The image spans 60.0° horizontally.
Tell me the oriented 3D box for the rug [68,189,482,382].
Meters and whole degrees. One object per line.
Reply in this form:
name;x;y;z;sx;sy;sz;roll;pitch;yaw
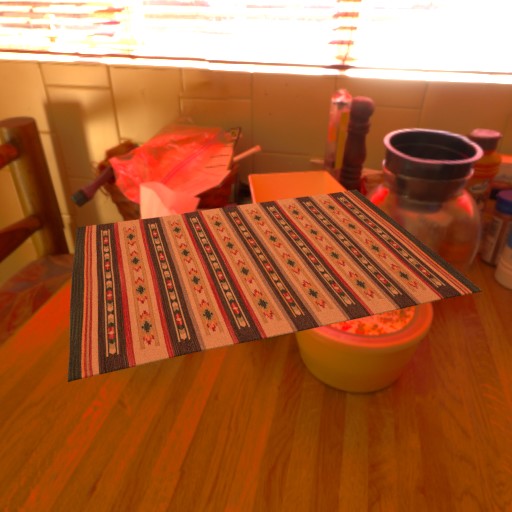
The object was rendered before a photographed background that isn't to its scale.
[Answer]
rug;0.000;0.000;2.319;1.825;0.009;1.221;-9;33;-15
